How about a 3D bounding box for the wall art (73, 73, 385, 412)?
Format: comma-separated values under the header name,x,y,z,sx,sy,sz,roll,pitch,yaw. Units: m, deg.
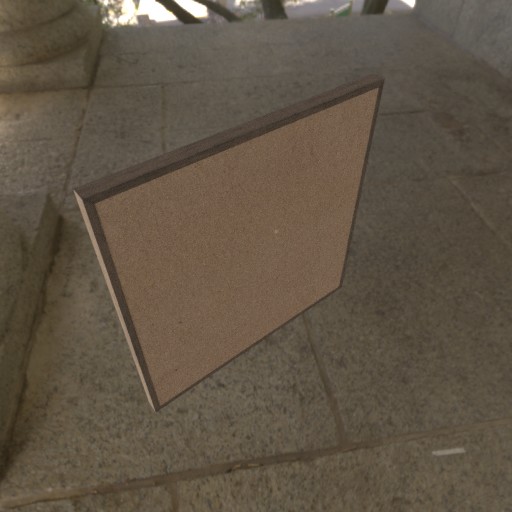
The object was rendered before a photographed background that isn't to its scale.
name,x,y,z,sx,sy,sz,roll,pitch,yaw
wall art,0.000,0.000,1.178,0.762,0.762,0.038,-29,52,-26
